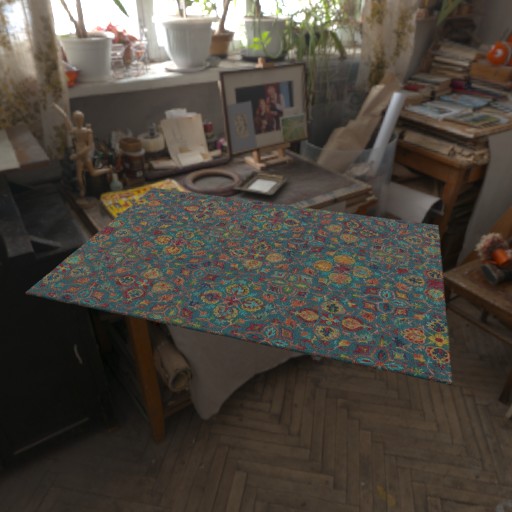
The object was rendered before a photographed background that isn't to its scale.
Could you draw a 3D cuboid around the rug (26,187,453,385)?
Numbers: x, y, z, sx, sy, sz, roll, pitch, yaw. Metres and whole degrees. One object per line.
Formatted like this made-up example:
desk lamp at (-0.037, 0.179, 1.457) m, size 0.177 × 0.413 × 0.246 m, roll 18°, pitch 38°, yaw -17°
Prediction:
rug at (0.000, 0.000, 2.290) m, size 1.836 × 0.014 × 1.216 m, roll 9°, pitch 34°, yaw 14°
